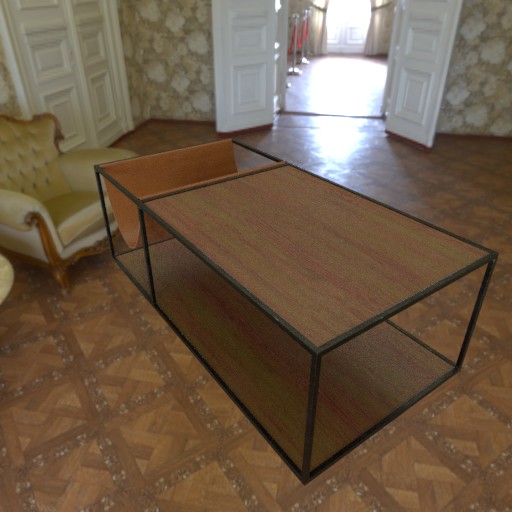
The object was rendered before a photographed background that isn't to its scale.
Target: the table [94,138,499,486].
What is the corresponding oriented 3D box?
[{"bbox_3d":[0.000,0.000,1.449,0.597,0.403,1.199,-20,37,-30],"label":"table"}]
